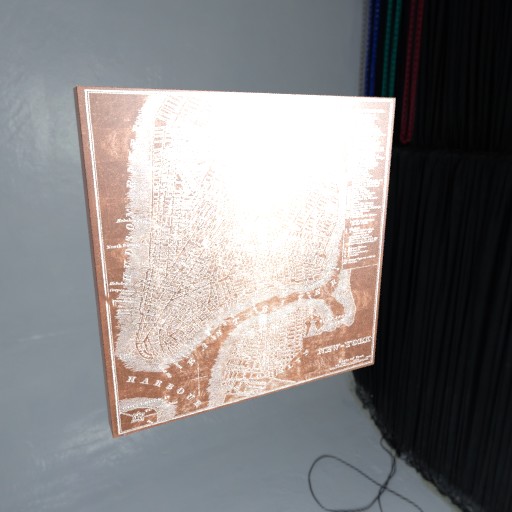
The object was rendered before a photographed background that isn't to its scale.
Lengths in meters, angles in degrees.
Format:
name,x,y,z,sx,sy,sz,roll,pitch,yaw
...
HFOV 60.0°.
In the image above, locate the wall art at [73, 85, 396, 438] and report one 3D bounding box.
name,x,y,z,sx,sy,sz,roll,pitch,yaw
wall art,0.000,0.000,0.583,0.403,0.403,0.035,-8,18,-25
